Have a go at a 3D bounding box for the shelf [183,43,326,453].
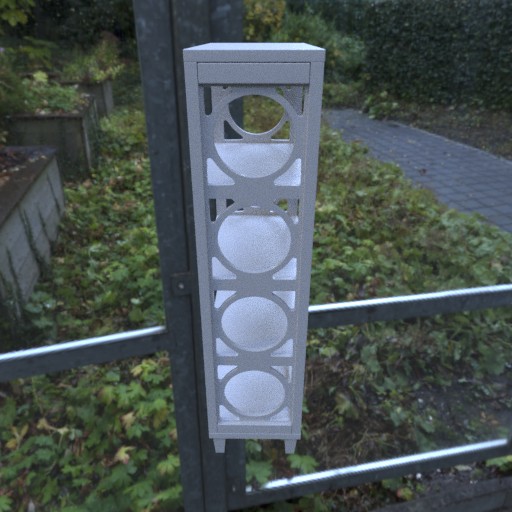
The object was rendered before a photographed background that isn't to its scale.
[{"bbox_3d":[0.000,0.000,1.644,0.340,1.411,0.611,0,27,1],"label":"shelf"}]
